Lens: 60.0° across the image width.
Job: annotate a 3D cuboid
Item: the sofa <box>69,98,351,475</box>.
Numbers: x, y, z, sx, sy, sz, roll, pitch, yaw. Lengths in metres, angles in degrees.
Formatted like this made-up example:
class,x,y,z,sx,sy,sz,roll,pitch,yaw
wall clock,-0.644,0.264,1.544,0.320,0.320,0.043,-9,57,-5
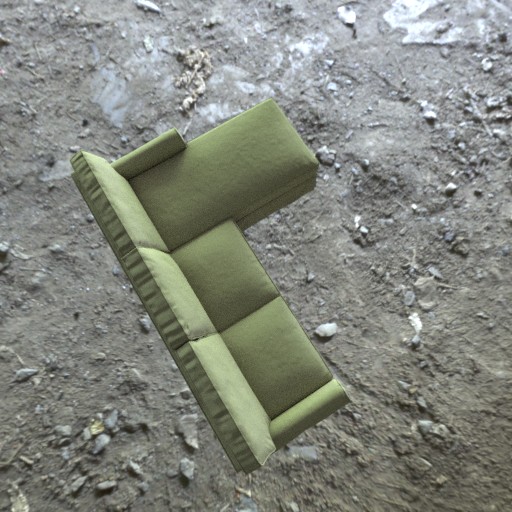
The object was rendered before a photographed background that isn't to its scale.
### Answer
class,x,y,z,sx,sy,sz,roll,pitch,yaw
sofa,0.000,0.000,3.366,1.733,0.978,2.475,-31,77,-8
